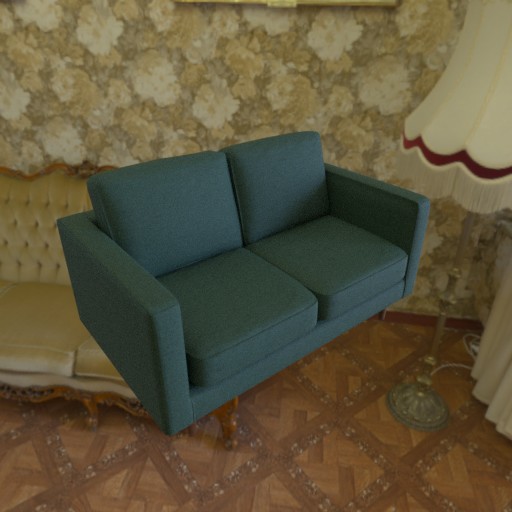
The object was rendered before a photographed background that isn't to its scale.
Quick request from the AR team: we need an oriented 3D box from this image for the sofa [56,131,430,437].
[{"bbox_3d":[0.000,0.000,2.040,1.430,0.899,0.879,-21,36,-33],"label":"sofa"}]
